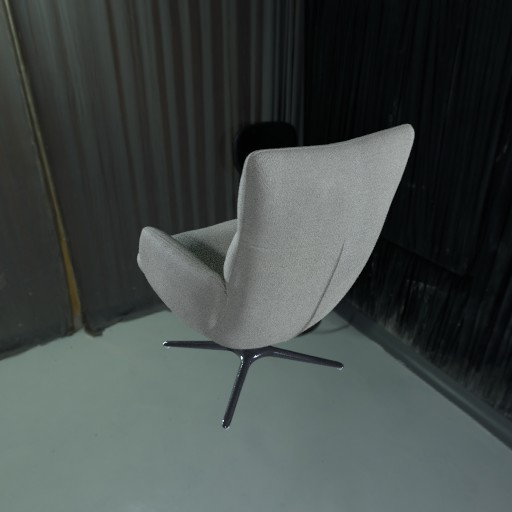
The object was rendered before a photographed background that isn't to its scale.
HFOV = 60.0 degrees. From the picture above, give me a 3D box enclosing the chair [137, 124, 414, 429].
[{"bbox_3d":[0.000,0.000,1.607,0.711,1.016,0.889,-18,33,-29],"label":"chair"}]
